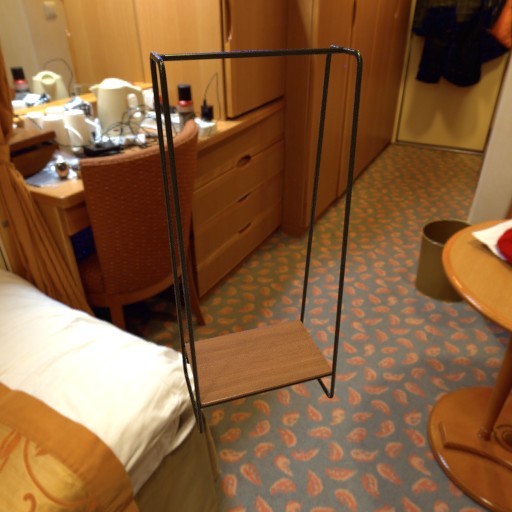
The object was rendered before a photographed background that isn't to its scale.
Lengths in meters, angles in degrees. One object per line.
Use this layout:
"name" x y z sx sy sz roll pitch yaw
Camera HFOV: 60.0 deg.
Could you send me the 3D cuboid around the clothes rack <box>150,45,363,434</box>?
"clothes rack" 0.000 0.000 1.774 0.640 1.500 0.400 -10 32 -15
